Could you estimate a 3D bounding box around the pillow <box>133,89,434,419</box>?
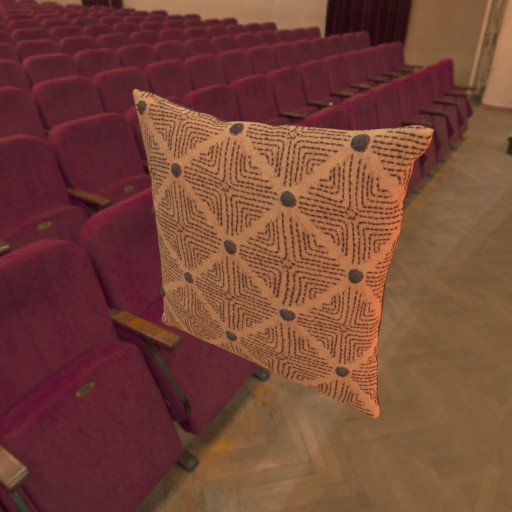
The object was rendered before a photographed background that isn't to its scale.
[{"bbox_3d":[0.000,0.000,0.773,0.510,0.510,0.145,18,34,28],"label":"pillow"}]
